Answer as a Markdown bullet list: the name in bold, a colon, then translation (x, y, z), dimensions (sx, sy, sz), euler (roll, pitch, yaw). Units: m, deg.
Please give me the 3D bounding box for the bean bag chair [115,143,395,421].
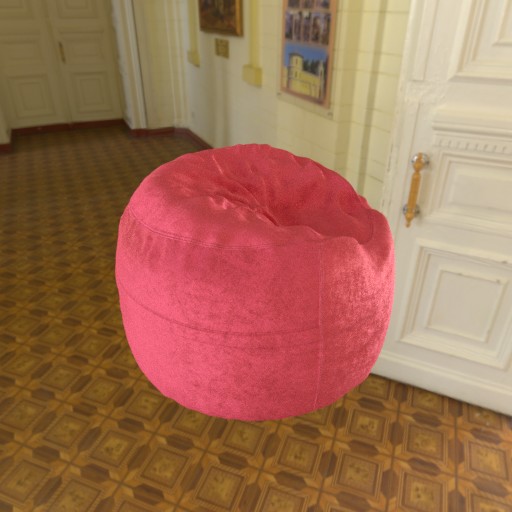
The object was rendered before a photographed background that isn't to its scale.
- **bean bag chair**: translation (0.000, 0.000, 1.974), dimensions (1.218, 0.788, 1.218), euler (0, 31, 0)
